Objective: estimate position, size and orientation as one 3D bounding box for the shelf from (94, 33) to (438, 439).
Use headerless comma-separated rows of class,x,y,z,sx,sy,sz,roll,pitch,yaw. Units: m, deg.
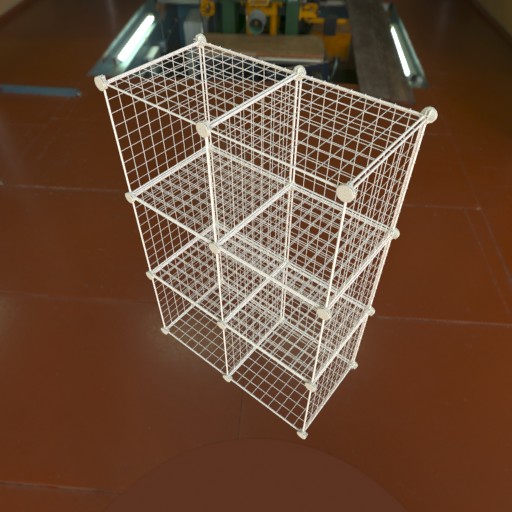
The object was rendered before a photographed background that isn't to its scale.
shelf,0.000,0.000,1.381,0.711,1.067,0.356,30,53,26
